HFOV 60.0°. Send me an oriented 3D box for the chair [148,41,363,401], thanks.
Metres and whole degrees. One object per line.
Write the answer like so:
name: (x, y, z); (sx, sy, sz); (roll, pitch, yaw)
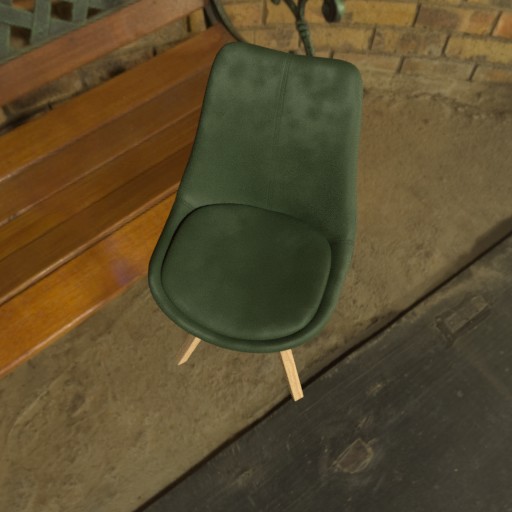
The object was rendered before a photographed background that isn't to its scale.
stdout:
chair: (0.000, 0.000, 1.181); (0.483, 0.865, 0.547); (15, 60, 9)
